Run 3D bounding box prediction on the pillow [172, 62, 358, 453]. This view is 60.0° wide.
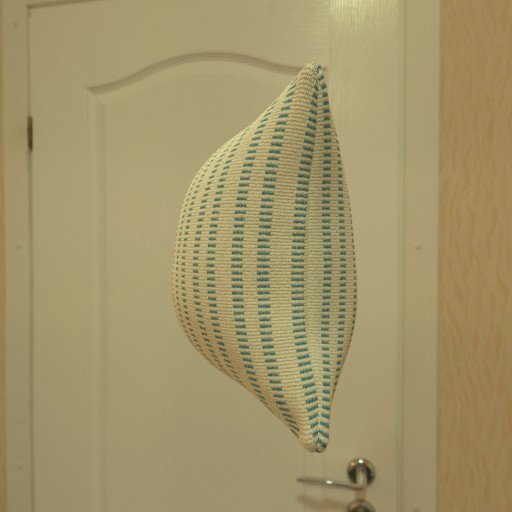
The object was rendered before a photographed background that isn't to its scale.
[{"bbox_3d":[0.000,0.000,0.673,0.247,0.419,0.438,0,1,-18],"label":"pillow"}]
